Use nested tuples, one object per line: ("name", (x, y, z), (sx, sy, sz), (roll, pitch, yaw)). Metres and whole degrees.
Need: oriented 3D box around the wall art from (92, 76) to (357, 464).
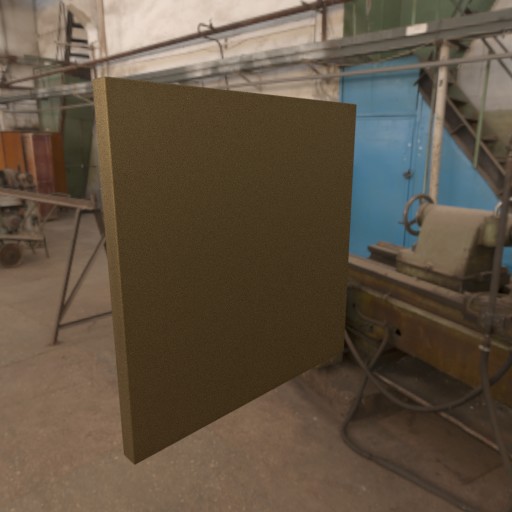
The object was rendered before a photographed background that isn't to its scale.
("wall art", (0.000, 0.000, 0.736), (0.503, 0.506, 0.031), (-13, 19, -43))
